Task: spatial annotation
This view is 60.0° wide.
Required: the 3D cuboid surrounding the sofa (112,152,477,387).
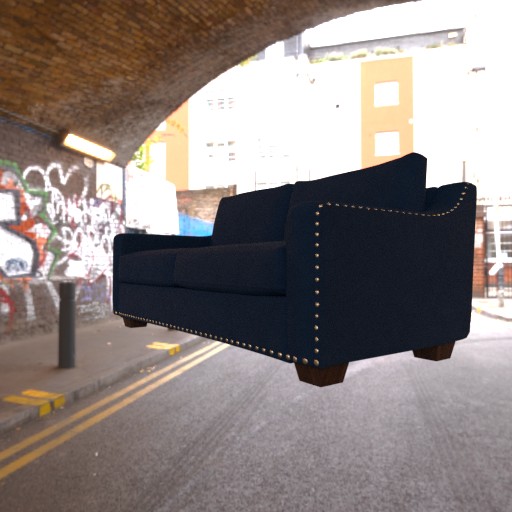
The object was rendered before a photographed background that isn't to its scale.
[{"bbox_3d":[0.000,0.000,2.645,1.104,0.983,2.107,1,-2,-36],"label":"sofa"}]
